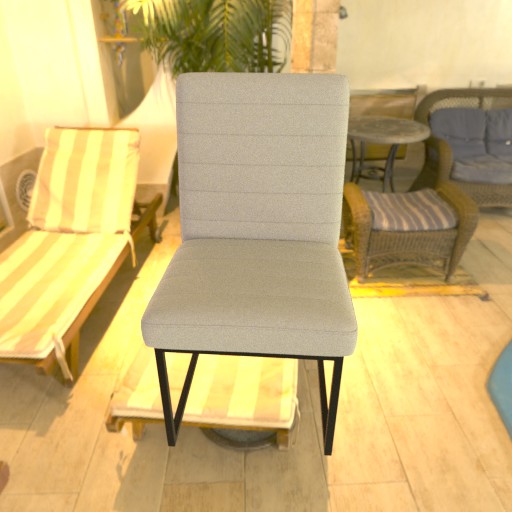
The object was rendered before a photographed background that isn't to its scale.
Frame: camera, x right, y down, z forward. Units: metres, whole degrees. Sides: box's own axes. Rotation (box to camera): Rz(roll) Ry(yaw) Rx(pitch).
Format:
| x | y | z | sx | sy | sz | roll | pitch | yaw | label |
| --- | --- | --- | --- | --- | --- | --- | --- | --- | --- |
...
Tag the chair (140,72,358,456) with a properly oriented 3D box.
| x | y | z | sx | sy | sz | roll | pitch | yaw | label |
| --- | --- | --- | --- | --- | --- | --- | --- | --- | --- |
| 0.000 | 0.000 | 1.286 | 0.520 | 0.930 | 0.634 | 2 | 29 | 3 | chair |
